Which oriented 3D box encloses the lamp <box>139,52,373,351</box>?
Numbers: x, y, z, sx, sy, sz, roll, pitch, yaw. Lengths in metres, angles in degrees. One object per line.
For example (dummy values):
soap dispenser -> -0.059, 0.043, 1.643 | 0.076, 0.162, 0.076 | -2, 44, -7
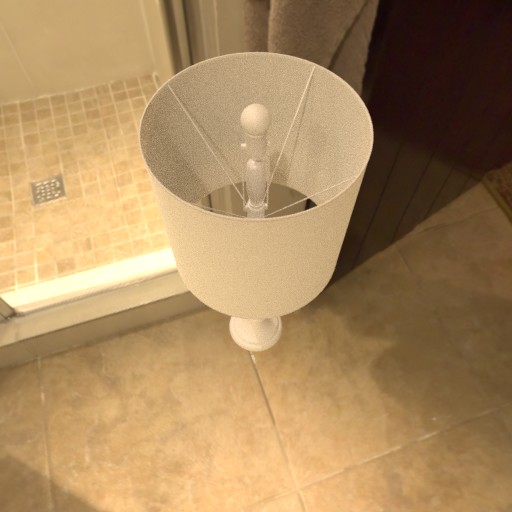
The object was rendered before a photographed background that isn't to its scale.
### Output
lamp -> 0.000, 0.000, 0.713 | 0.250, 0.597, 0.250 | 30, 64, 17
